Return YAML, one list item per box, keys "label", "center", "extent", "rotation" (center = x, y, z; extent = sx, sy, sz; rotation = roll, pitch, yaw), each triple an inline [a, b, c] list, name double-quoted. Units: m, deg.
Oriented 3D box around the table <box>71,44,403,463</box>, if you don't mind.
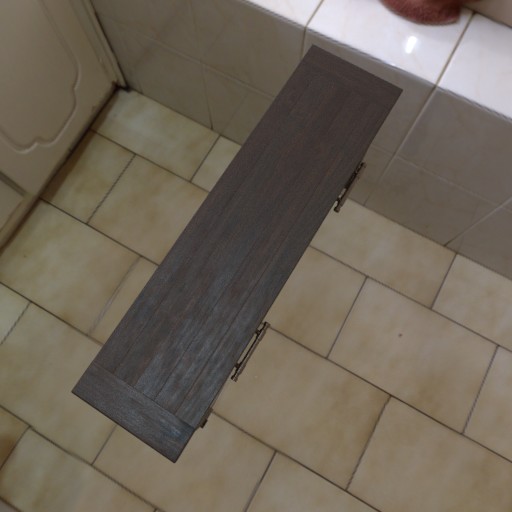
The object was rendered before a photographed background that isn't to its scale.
- label: "table"
  center: [0.000, 0.000, 1.964]
  extent: [0.442, 0.762, 1.599]
  rotation: [31, 77, 8]
